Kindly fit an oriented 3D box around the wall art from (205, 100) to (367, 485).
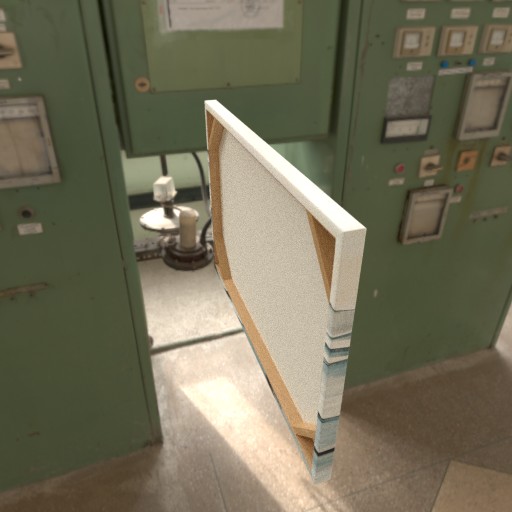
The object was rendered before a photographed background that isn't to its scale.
[{"bbox_3d":[0.000,0.000,1.162,0.039,0.609,0.914,-10,32,-15],"label":"wall art"}]
